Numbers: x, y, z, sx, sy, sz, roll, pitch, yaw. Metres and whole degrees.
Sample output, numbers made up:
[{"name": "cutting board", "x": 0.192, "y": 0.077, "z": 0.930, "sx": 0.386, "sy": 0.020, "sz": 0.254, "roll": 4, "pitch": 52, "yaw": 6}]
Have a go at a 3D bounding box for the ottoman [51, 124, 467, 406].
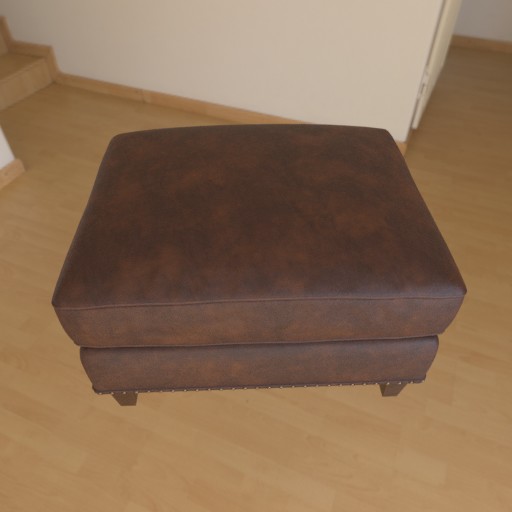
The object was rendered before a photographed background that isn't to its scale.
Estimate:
[{"name": "ottoman", "x": 0.000, "y": 0.000, "z": 1.085, "sx": 0.742, "sy": 0.486, "sz": 0.586, "roll": -2, "pitch": 45, "yaw": -2}]
